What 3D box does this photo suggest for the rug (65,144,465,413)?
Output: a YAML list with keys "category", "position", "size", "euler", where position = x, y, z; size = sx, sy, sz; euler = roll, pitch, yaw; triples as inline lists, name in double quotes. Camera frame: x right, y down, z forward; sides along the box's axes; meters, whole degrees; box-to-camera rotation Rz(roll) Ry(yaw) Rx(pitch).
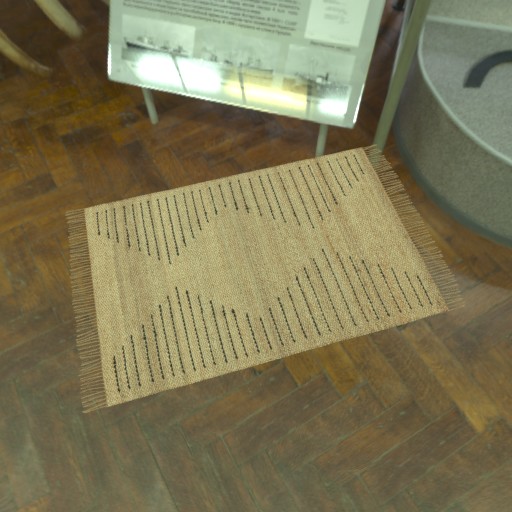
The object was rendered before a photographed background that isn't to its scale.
- category: "rug"
  position: [0.000, 0.000, 2.549]
  size: [2.085, 0.027, 1.224]
  euler: [-14, 61, -8]
